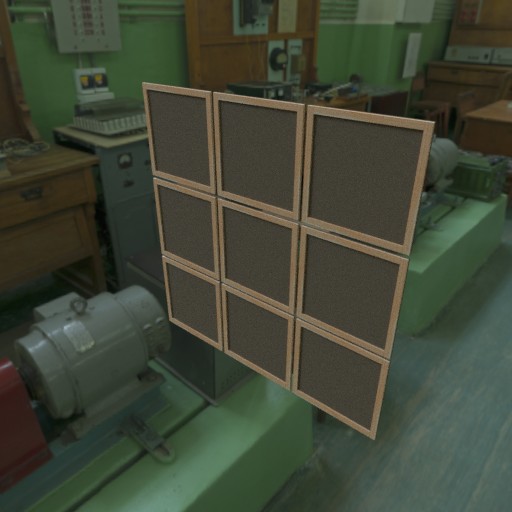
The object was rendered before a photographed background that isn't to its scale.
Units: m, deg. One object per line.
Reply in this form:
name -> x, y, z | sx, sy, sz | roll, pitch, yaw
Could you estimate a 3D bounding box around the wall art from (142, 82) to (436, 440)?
wall art -> 0.000, 0.000, 1.790 | 1.216, 1.218, 0.013 | 22, 35, 34
